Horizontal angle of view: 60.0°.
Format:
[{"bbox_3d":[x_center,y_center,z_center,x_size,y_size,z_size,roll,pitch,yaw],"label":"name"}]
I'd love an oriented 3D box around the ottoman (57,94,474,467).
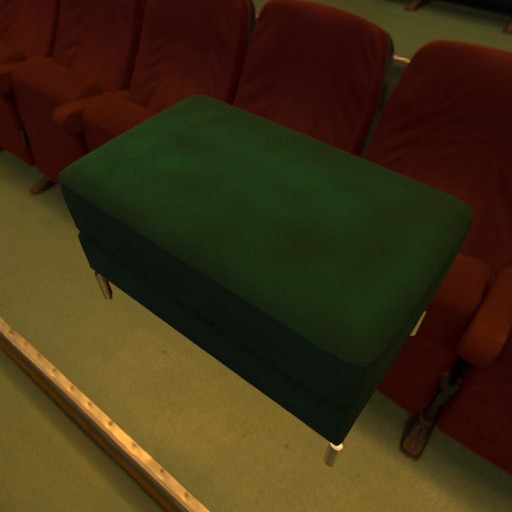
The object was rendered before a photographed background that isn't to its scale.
[{"bbox_3d":[0.000,0.000,1.208,0.886,0.533,0.536,30,54,24],"label":"ottoman"}]
